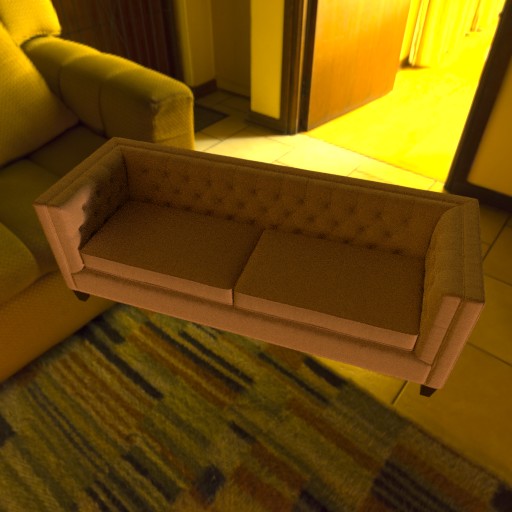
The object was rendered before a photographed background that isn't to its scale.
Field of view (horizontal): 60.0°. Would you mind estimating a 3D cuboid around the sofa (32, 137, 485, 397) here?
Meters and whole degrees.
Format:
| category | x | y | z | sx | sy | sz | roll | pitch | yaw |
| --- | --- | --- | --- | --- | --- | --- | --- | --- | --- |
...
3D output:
| category | x | y | z | sx | sy | sz | roll | pitch | yaw |
| --- | --- | --- | --- | --- | --- | --- | --- | --- | --- |
| sofa | 0.000 | 0.000 | 2.512 | 2.159 | 0.762 | 0.775 | 13 | 43 | 14 |
